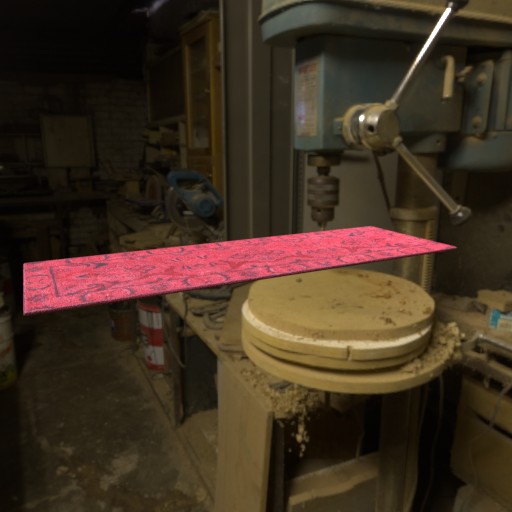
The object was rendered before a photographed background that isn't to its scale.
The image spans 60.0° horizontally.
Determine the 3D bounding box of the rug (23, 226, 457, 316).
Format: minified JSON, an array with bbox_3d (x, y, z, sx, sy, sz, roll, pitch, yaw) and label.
[{"bbox_3d":[0.000,0.000,2.607,2.439,0.018,0.813,-7,16,-26],"label":"rug"}]
